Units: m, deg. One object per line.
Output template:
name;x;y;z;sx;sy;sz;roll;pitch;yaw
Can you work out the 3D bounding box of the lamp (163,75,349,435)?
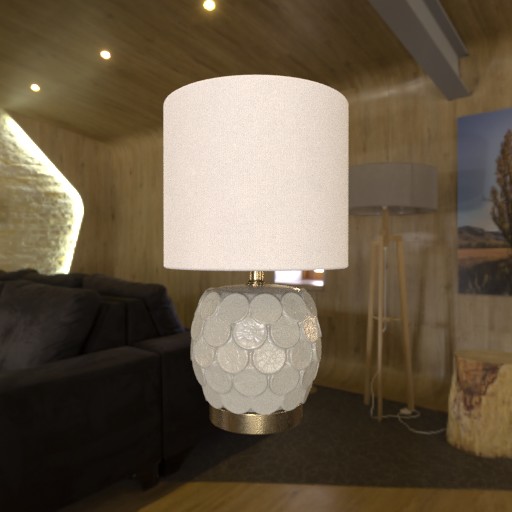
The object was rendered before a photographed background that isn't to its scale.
lamp;0.000;0.000;0.624;0.254;0.452;0.254;0;1;0
